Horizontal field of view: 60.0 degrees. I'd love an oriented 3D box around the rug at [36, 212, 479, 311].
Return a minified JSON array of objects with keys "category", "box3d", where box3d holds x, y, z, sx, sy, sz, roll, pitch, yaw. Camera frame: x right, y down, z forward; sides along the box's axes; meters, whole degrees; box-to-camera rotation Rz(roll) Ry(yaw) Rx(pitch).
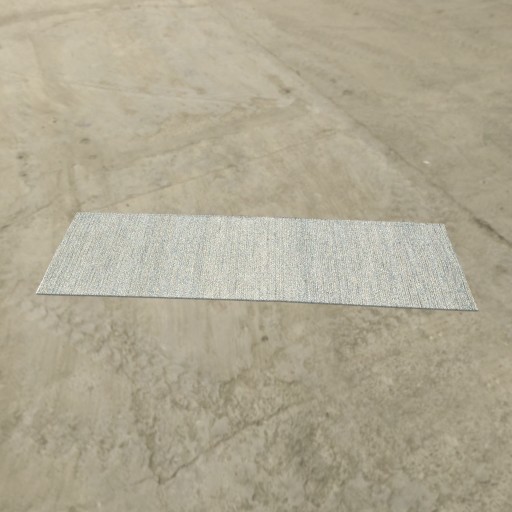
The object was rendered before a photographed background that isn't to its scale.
[{"category":"rug","box3d":[0.000,0.000,2.565,2.341,0.037,0.675,2,46,2]}]
